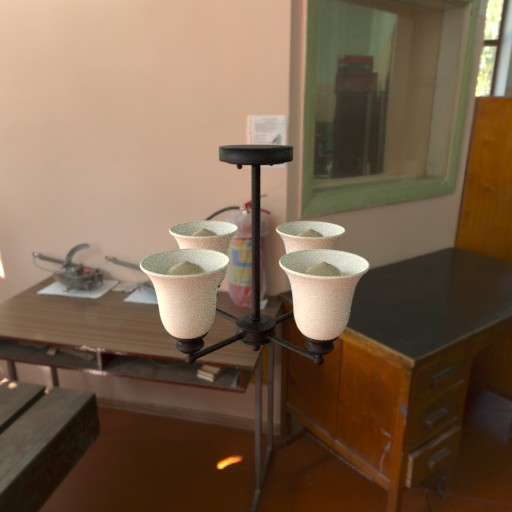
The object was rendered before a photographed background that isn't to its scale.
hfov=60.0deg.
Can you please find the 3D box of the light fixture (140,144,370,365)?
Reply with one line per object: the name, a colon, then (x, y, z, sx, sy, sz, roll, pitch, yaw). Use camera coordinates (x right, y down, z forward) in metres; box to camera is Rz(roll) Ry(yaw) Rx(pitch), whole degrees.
light fixture: (0.000, 0.000, 1.928, 1.069, 0.925, 1.069, -16, 23, -41)
